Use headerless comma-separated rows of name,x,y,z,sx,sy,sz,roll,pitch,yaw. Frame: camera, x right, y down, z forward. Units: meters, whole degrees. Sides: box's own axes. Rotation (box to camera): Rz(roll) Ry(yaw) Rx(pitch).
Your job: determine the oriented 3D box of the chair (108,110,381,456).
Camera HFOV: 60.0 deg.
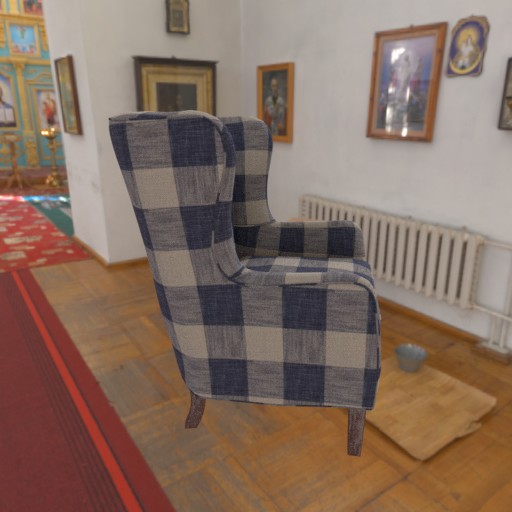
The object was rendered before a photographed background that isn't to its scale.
chair,0.000,0.000,1.673,0.889,1.041,0.830,3,17,10
